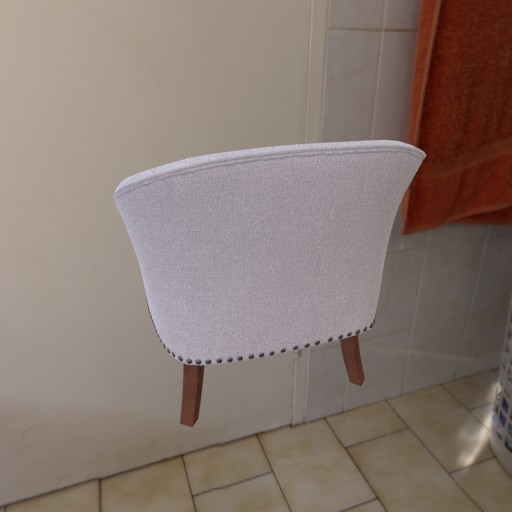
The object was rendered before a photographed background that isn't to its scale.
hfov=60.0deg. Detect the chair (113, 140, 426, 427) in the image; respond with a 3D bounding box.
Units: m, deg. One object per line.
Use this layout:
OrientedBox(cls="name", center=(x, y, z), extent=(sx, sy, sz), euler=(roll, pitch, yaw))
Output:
OrientedBox(cls="chair", center=(0.000, 0.000, 1.391), extent=(0.798, 0.815, 0.704), euler=(-8, 26, -16))
